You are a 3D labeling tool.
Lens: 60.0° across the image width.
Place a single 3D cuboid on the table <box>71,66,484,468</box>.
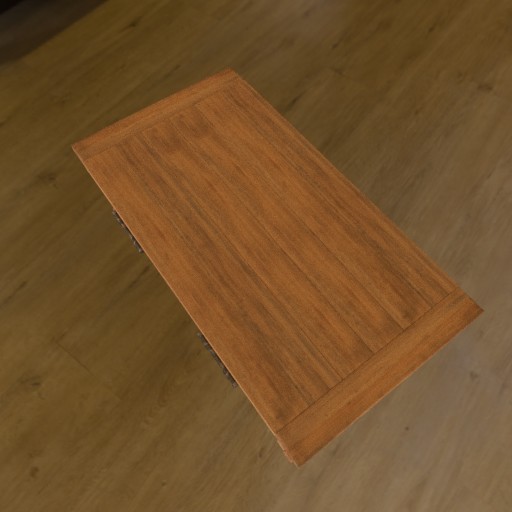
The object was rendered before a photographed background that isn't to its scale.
[{"bbox_3d":[0.000,0.000,1.620,0.693,0.494,1.270,-33,67,-16],"label":"table"}]
